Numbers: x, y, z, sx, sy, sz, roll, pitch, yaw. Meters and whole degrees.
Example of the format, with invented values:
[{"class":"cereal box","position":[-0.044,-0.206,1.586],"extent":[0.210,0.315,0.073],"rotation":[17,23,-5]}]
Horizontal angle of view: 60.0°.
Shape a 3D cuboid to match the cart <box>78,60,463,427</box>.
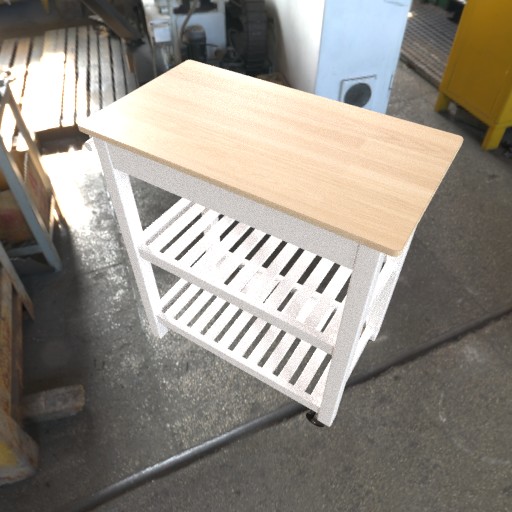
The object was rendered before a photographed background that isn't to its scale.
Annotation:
[{"class":"cart","position":[0.000,0.000,1.432],"extent":[0.899,0.927,0.457],"rotation":[24,51,21]}]
